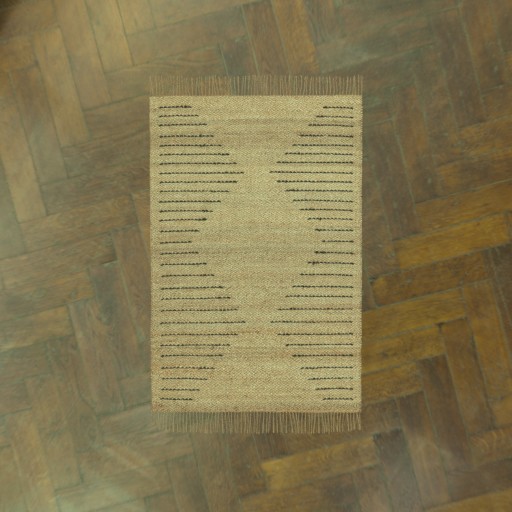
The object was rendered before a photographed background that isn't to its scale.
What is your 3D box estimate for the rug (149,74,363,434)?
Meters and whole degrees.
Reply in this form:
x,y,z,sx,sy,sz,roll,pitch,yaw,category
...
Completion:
x,y,z,sx,sy,sz,roll,pitch,yaw,category
0.000,0.000,2.562,1.224,0.027,2.085,0,91,0,rug
